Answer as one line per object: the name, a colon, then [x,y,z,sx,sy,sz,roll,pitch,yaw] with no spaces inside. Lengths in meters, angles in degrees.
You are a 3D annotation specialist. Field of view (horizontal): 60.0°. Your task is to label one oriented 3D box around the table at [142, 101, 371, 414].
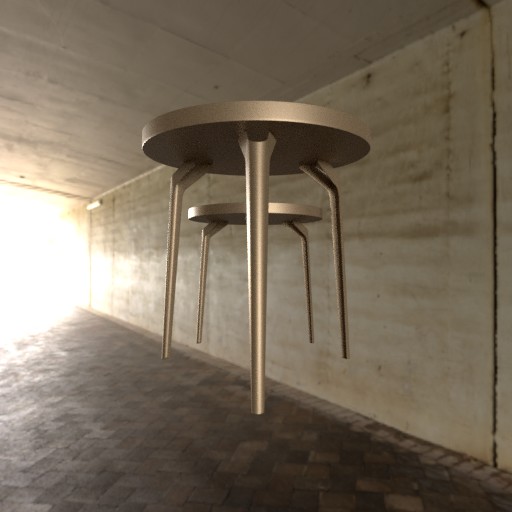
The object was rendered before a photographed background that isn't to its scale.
table: [0.000,0.000,1.146,0.532,0.555,0.751,0,-1,0]
